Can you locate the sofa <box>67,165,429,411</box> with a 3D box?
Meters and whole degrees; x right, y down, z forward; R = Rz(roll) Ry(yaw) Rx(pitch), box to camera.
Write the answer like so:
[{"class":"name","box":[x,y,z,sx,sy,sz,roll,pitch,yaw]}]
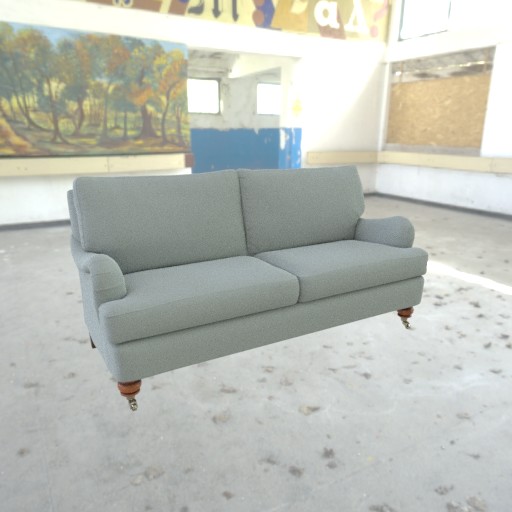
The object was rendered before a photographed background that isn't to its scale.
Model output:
[{"class":"sofa","box":[0.000,0.000,2.929,2.193,1.096,1.069,-9,18,-28]}]
